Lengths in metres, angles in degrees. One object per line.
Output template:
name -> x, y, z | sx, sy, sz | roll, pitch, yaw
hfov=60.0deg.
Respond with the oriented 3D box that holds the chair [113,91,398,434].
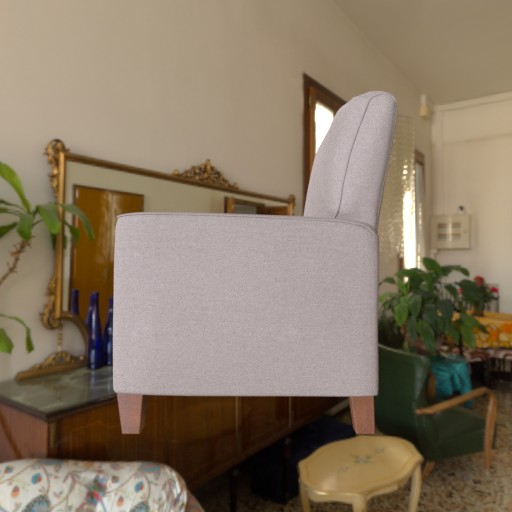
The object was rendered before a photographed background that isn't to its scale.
chair -> 0.000, 0.000, 1.641 | 0.859, 1.023, 0.845 | 0, -1, 0
